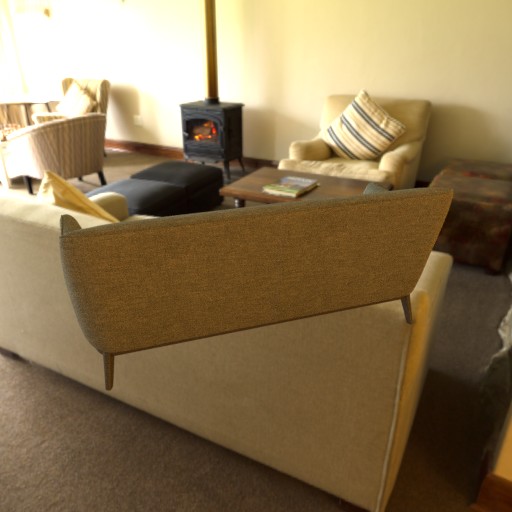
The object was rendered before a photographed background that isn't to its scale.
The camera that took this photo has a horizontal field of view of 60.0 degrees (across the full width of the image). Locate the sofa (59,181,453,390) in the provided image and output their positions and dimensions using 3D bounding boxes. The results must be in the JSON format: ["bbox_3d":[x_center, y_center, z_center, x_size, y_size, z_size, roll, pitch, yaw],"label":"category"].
[{"bbox_3d":[0.000,0.000,2.373,1.928,0.829,0.867,-8,27,-17],"label":"sofa"}]
